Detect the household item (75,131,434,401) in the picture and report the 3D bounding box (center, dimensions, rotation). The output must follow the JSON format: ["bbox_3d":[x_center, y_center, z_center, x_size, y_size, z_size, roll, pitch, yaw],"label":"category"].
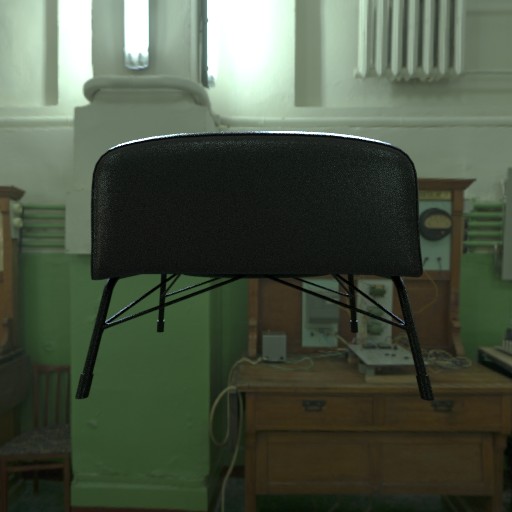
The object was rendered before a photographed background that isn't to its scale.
[{"bbox_3d":[0.000,0.000,0.907,0.530,0.410,0.530,0,1,1],"label":"household item"}]
